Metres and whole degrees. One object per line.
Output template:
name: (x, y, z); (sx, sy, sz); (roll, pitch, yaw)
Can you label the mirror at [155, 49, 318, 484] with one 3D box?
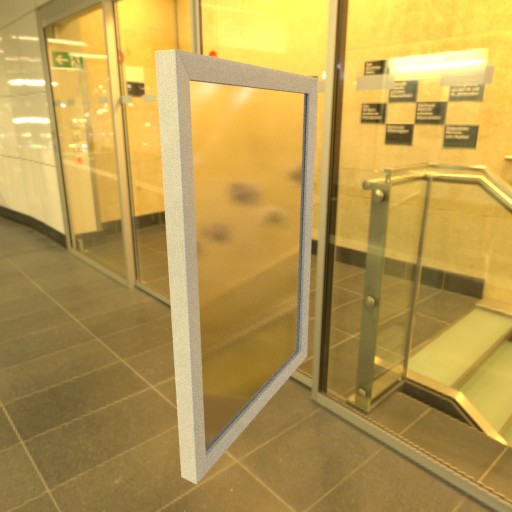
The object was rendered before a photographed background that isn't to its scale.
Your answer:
mirror: (0.000, 0.000, 0.905); (0.040, 0.710, 0.507); (9, 20, 28)
